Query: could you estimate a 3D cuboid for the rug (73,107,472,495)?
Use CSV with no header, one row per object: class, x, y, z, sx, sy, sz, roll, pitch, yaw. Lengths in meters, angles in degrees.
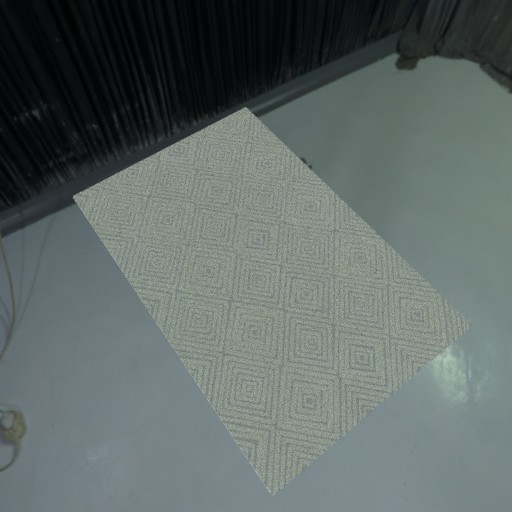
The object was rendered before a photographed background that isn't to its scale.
rug,0.000,0.000,2.191,1.143,0.008,1.753,-33,65,-17
